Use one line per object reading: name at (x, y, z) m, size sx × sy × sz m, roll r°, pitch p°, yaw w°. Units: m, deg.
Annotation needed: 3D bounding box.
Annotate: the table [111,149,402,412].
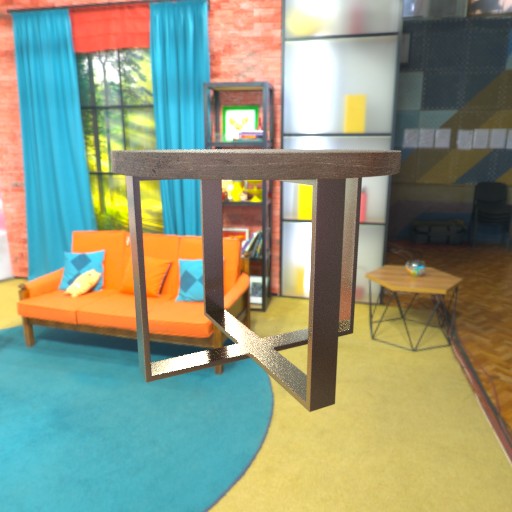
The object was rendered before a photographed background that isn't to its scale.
table at (0.000, 0.000, 0.944) m, size 0.557 × 0.437 × 0.557 m, roll 0°, pitch 14°, yaw 0°
